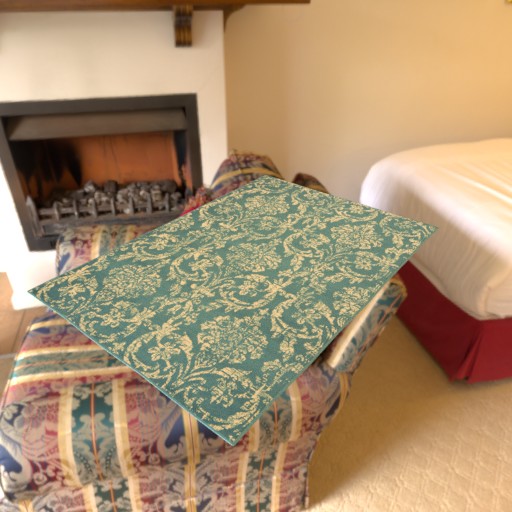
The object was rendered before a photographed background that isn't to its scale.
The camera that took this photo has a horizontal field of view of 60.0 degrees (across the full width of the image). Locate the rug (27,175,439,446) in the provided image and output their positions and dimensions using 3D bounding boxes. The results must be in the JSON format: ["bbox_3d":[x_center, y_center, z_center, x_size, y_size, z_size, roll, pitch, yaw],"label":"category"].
[{"bbox_3d":[0.000,0.000,2.818,1.554,0.012,2.205,23,39,32],"label":"rug"}]
